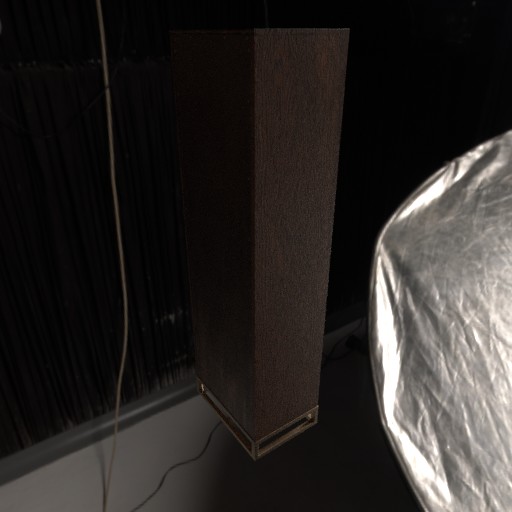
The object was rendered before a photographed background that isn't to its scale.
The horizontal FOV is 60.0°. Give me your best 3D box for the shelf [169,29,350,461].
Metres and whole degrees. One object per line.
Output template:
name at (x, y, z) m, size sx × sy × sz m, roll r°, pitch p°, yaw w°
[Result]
shelf at (0.000, 0.000, 1.899) m, size 0.395 × 1.732 × 0.539 m, roll -18°, pitch 32°, yaw -31°
